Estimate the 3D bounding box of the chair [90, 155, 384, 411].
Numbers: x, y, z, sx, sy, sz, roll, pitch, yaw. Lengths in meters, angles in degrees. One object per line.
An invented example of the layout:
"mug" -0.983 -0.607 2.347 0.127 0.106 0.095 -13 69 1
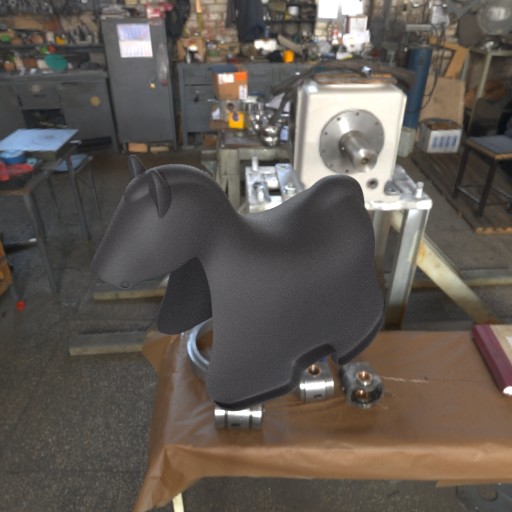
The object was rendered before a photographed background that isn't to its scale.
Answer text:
"chair" 0.000 0.000 1.141 0.800 0.612 0.429 -20 37 -29
